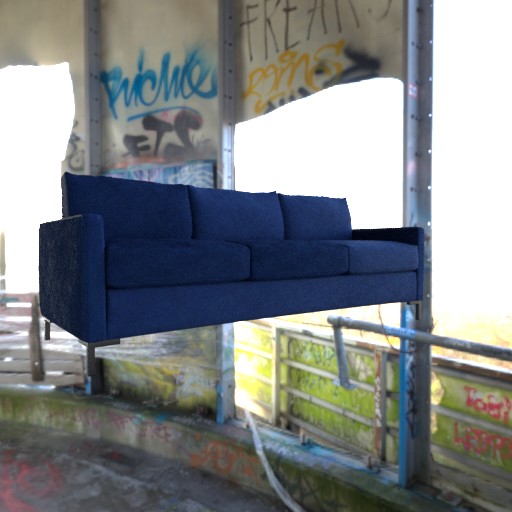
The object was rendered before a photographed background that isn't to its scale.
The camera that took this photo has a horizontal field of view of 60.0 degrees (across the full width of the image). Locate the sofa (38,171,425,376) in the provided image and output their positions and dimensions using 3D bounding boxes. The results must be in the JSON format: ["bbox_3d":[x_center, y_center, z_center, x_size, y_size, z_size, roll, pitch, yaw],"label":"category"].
[{"bbox_3d":[0.000,0.000,2.655,2.252,0.879,0.875,-1,2,-36],"label":"sofa"}]
